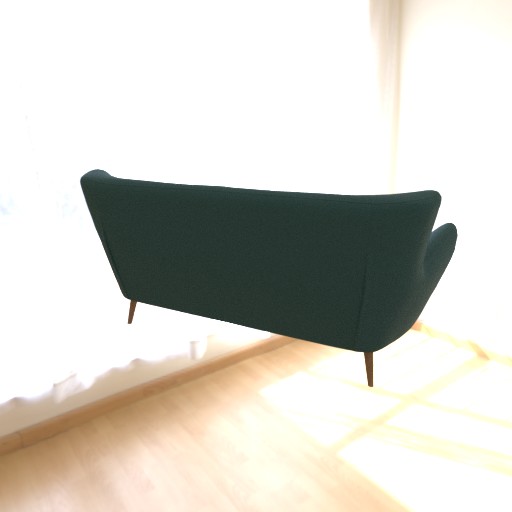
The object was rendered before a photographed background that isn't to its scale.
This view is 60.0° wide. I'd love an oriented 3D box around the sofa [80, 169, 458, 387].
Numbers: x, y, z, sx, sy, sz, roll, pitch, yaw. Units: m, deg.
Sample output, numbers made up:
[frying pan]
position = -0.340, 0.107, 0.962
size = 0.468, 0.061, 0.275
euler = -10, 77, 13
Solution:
[sofa]
position = 0.000, 0.000, 2.398
size = 1.930, 0.890, 0.889
euler = 8, 19, 26
